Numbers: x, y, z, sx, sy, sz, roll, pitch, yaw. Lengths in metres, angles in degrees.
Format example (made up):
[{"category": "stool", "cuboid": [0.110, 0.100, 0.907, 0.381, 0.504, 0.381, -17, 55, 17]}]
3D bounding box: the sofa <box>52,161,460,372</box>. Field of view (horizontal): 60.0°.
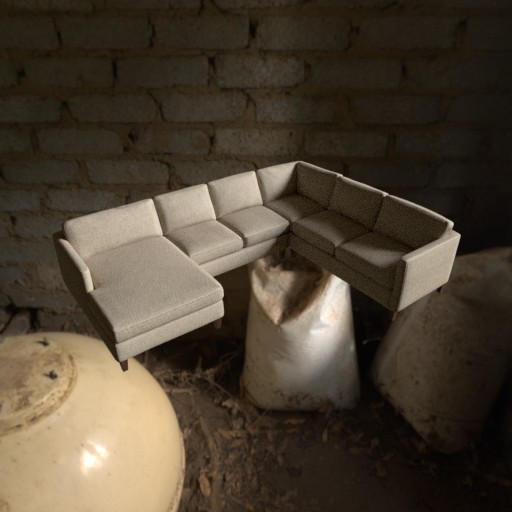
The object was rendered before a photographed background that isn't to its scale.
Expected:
[{"category": "sofa", "cuboid": [0.000, 0.000, 4.728, 3.460, 0.959, 2.593, -21, 37, -31]}]
